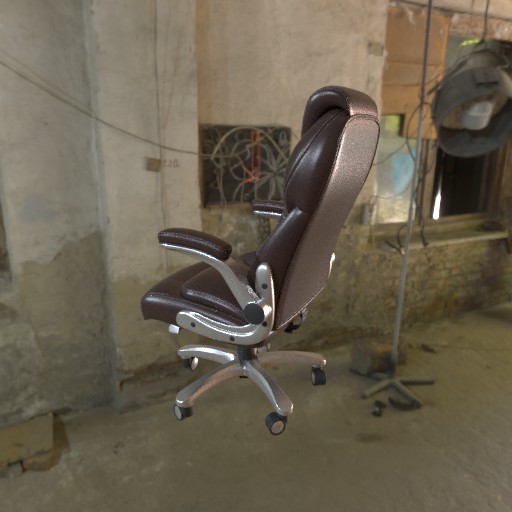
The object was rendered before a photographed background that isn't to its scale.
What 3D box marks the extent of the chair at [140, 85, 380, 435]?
[{"bbox_3d":[0.000,0.000,1.668,0.774,1.160,0.733,8,17,26],"label":"chair"}]
